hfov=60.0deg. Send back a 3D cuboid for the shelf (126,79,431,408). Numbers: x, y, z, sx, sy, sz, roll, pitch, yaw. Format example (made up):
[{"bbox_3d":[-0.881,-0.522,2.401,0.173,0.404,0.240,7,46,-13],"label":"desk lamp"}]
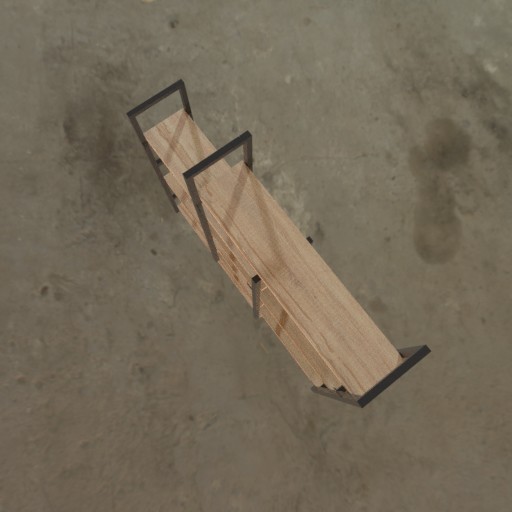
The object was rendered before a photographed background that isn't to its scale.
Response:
[{"bbox_3d":[0.000,0.000,1.419,0.183,0.921,0.946,-36,78,-9],"label":"shelf"}]
